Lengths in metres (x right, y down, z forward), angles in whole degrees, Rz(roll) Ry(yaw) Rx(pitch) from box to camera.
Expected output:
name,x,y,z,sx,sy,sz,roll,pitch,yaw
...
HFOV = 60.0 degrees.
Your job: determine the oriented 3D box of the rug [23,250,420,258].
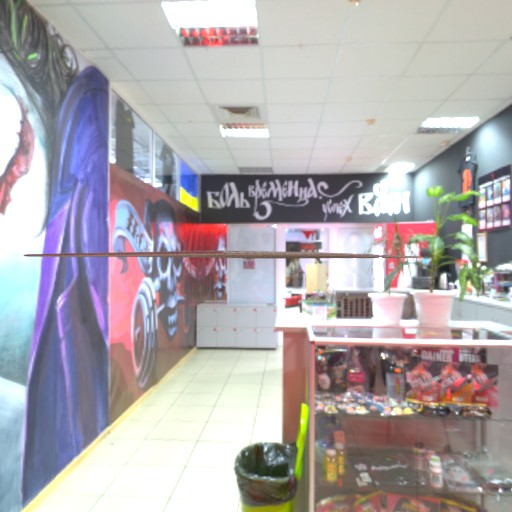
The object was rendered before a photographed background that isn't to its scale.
name,x,y,z,sx,sy,sz,roll,pitch,yaw
rug,0.000,0.000,3.120,1.535,0.022,2.498,0,-1,37
